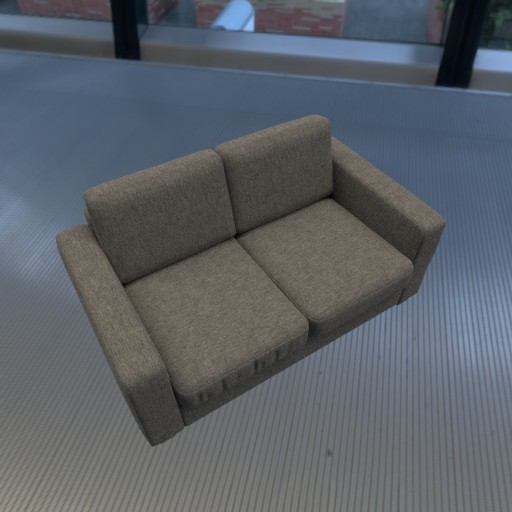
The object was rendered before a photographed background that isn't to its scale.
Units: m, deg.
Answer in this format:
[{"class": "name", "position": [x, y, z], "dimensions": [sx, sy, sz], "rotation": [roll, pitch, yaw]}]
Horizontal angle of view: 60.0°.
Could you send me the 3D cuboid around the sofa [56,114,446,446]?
[{"class": "sofa", "position": [0.000, 0.000, 2.034], "dimensions": [1.520, 0.800, 0.900], "rotation": [-25, 51, -21]}]
